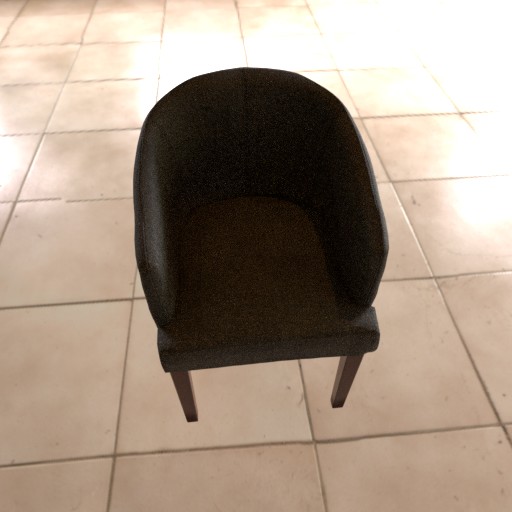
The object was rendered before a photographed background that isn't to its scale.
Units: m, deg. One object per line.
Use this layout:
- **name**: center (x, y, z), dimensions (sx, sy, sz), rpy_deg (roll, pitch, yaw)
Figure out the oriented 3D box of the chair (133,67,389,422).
- **chair**: center (0.000, 0.000, 1.264), dimensions (0.583, 0.811, 0.655), rpy_deg (-5, 48, -4)
